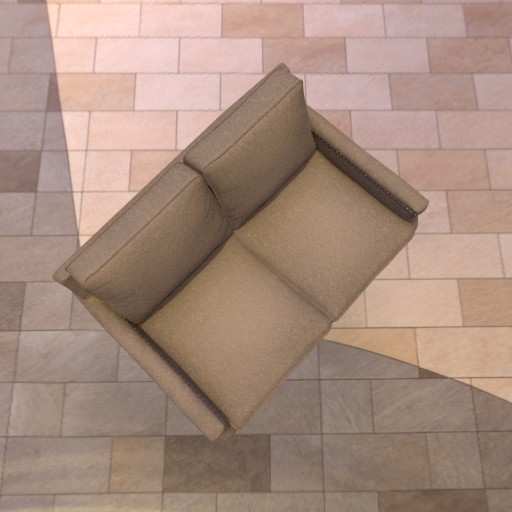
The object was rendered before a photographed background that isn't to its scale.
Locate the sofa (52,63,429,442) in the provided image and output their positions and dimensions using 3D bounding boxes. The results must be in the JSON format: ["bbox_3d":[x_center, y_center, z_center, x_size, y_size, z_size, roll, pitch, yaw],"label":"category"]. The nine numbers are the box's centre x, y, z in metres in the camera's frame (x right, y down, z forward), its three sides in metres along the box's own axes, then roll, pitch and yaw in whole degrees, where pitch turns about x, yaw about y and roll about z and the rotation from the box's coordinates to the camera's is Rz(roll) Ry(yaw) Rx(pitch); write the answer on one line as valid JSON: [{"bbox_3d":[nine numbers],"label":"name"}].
[{"bbox_3d":[0.000,0.000,2.320,1.084,1.003,1.597,42,79,10],"label":"sofa"}]
